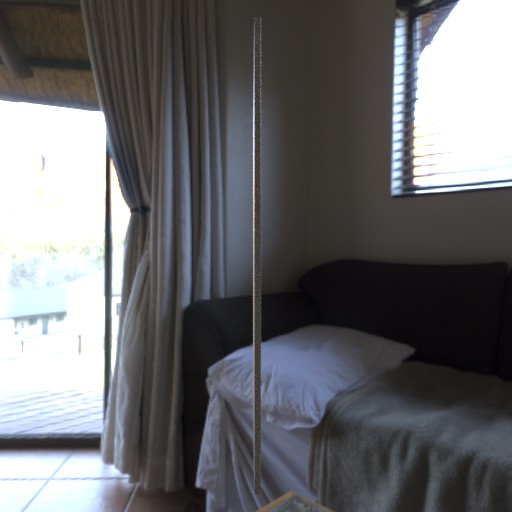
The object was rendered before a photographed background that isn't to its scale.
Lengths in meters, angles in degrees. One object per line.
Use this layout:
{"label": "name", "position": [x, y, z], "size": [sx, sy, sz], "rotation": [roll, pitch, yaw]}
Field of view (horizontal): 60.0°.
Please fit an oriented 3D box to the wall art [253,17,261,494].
{"label": "wall art", "position": [0.000, 0.000, 1.201], "size": [0.013, 0.940, 0.659], "rotation": [0, 0, -1]}
